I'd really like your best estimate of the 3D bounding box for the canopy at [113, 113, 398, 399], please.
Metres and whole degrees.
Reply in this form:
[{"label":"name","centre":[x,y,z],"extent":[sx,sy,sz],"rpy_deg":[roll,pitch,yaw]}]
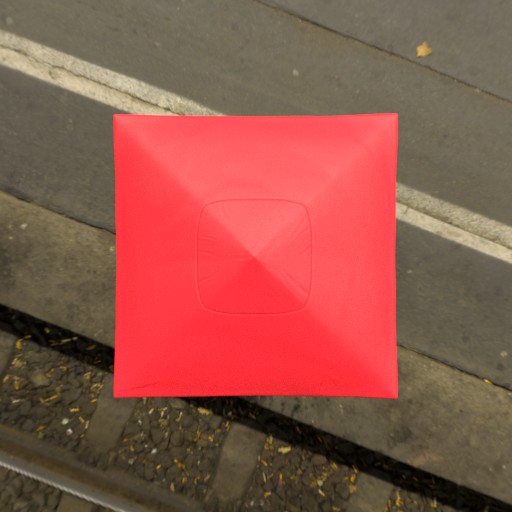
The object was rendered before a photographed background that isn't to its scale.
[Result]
[{"label":"canopy","centre":[0.000,0.000,5.372],"extent":[2.998,2.997,2.996],"rpy_deg":[0,90,1]}]
